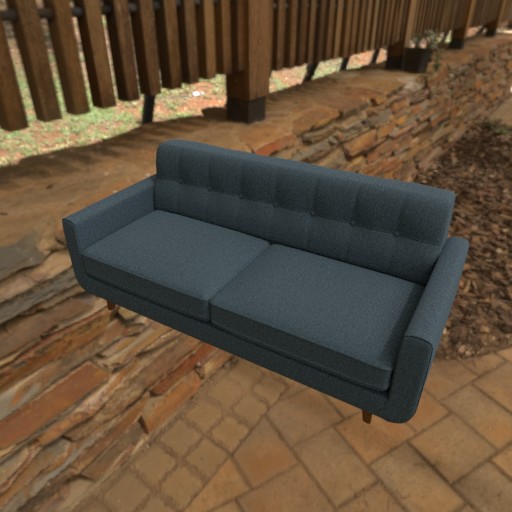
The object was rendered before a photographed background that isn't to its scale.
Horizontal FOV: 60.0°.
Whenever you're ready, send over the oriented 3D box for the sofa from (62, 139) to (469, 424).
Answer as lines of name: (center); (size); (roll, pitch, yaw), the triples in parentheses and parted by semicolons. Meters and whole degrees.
sofa: (0.000, 0.000, 2.492); (2.055, 0.884, 0.942); (17, 35, 26)
